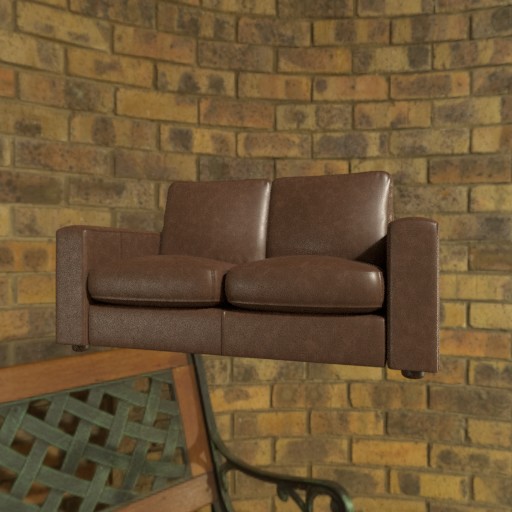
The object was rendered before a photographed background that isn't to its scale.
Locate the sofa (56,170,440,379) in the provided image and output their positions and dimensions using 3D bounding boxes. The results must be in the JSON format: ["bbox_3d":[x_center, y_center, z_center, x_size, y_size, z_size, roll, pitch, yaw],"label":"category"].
[{"bbox_3d":[0.000,0.000,2.192,1.616,0.873,1.016,0,0,18],"label":"sofa"}]
